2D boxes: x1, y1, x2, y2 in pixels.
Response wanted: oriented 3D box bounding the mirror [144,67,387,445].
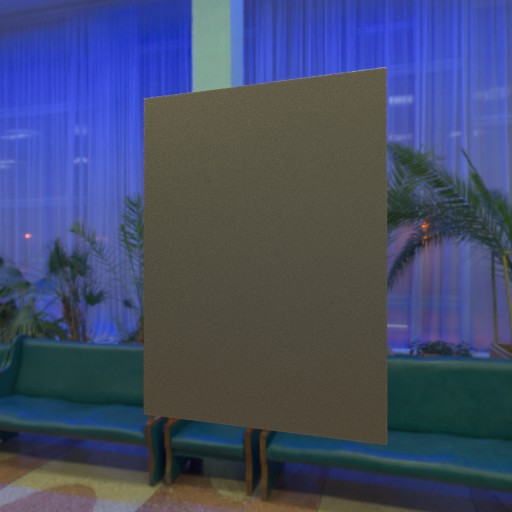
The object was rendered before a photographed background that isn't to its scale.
[{"bbox_3d":[0.000,0.000,1.333,0.756,1.023,0.032,0,0,18],"label":"mirror"}]
